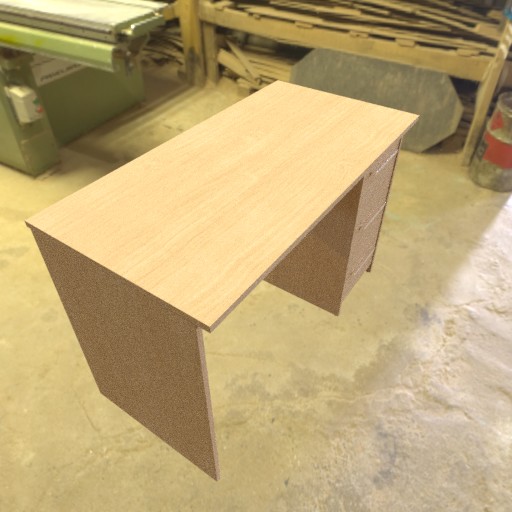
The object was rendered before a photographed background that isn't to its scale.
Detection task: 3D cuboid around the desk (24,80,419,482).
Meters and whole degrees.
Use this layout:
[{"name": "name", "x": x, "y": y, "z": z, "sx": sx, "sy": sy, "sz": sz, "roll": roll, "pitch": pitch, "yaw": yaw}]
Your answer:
[{"name": "desk", "x": 0.000, "y": 0.000, "z": 1.498, "sx": 0.560, "sy": 0.735, "sz": 1.097, "roll": 25, "pitch": 47, "yaw": 25}]
